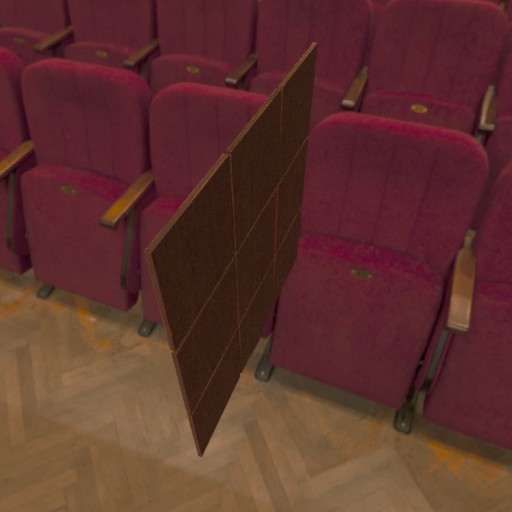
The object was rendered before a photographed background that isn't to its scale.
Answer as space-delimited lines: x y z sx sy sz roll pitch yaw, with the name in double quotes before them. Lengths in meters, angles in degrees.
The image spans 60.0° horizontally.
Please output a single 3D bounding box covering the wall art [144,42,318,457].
"wall art" 0.000 0.000 1.331 0.013 0.914 0.915 17 49 15
